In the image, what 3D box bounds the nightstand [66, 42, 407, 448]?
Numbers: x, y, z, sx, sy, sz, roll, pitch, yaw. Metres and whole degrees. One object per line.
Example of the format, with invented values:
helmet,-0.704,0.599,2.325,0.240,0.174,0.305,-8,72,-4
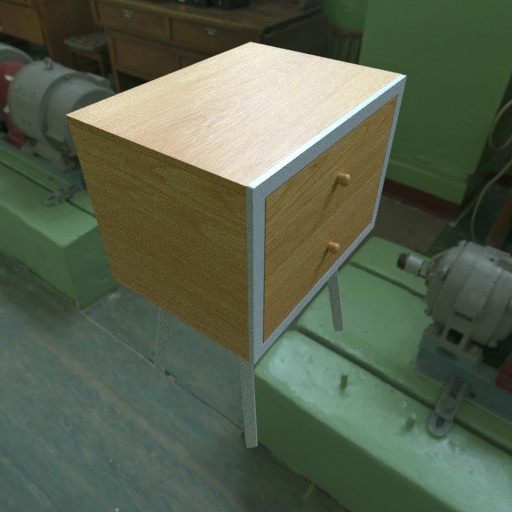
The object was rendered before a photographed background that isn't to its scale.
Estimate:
nightstand,0.000,0.000,0.820,0.316,0.601,0.400,26,47,26
